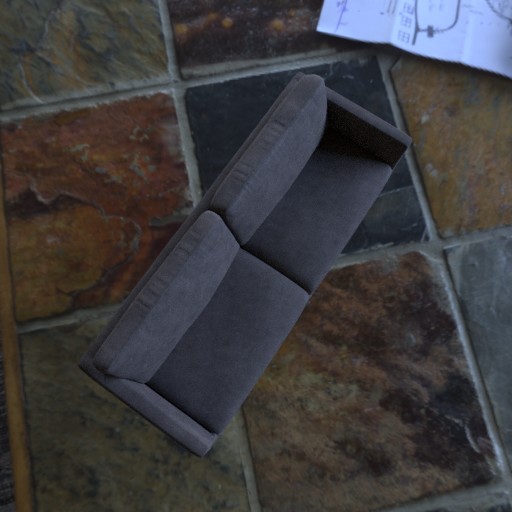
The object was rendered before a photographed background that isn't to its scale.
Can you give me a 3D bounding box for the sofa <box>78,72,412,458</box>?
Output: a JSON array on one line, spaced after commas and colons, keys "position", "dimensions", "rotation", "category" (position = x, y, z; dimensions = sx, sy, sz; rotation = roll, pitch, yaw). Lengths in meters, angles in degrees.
[{"position": [0.000, 0.000, 3.041], "dimensions": [0.951, 0.965, 2.434], "rotation": [34, 79, 8], "category": "sofa"}]
